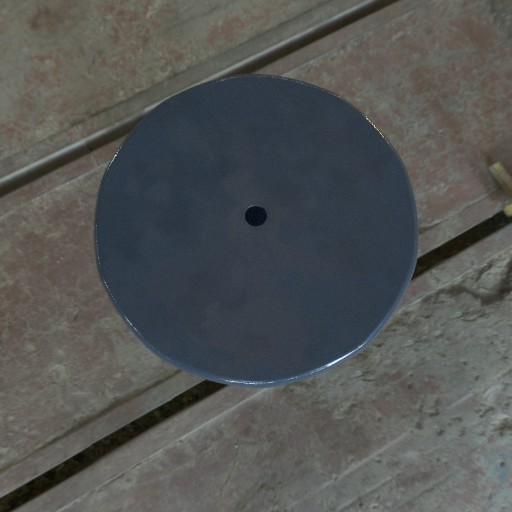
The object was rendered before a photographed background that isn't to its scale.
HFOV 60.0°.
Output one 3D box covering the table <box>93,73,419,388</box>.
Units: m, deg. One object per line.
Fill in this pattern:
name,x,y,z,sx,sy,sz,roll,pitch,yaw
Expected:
table,0.000,0.000,0.654,0.352,0.387,0.352,0,77,0
